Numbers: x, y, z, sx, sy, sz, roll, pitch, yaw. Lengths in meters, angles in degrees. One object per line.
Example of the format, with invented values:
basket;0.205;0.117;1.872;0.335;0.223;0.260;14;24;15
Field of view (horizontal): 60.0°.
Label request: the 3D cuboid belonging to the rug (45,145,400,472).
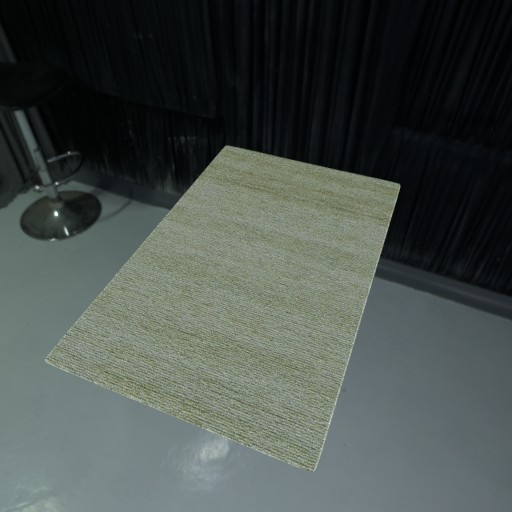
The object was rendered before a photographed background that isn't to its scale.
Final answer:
rug;0.000;0.000;2.210;1.143;0.010;1.758;16;48;15
